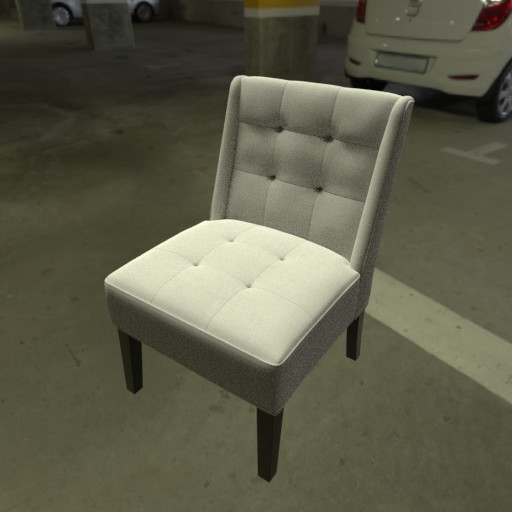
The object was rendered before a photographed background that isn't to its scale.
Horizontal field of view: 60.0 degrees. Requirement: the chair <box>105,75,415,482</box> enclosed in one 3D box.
[{"bbox_3d":[0.000,0.000,1.271,0.569,0.853,0.676,20,37,29],"label":"chair"}]
